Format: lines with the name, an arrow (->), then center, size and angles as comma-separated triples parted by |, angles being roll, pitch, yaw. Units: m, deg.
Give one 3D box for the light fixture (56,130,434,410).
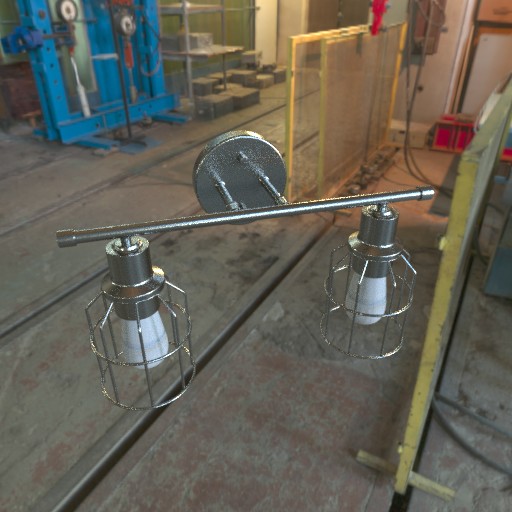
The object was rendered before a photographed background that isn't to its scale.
light fixture -> 0.000, 0.000, 0.527 | 0.406, 0.254, 0.165 | -9, 32, -14
